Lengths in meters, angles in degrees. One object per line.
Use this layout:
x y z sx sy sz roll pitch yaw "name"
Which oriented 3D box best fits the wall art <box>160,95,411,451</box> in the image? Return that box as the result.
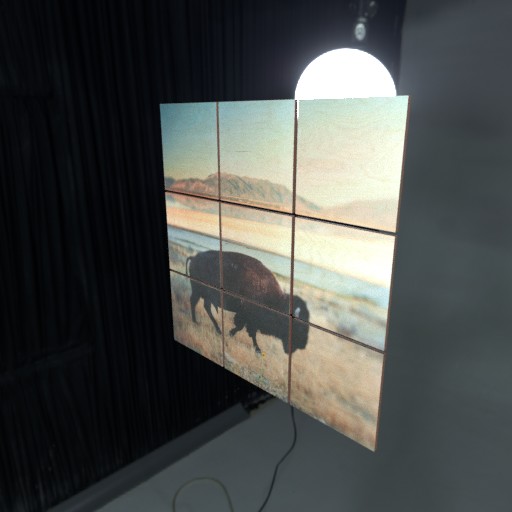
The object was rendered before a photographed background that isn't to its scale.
0.000 0.000 1.367 0.906 0.904 0.018 16 24 42 "wall art"
